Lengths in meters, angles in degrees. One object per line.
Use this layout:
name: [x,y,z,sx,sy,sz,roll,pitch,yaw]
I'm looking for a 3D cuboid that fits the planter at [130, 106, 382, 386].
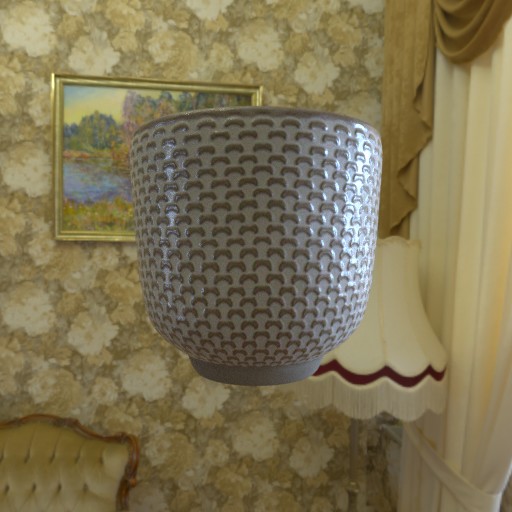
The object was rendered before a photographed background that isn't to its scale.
planter: [0.000,0.000,0.254,0.139,0.130,0.139,0,1,0]
